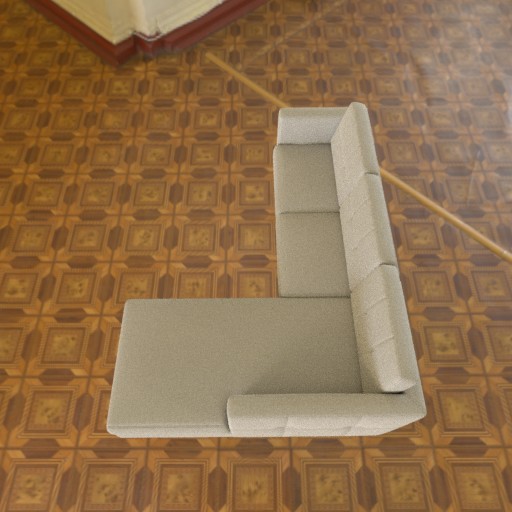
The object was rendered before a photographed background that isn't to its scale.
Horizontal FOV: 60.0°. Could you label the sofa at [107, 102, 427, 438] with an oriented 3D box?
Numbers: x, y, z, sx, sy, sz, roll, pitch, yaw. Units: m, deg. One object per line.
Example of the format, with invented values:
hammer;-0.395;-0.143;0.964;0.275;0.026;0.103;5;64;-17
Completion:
sofa;0.000;0.000;2.731;1.530;0.860;2.040;0;60;0
